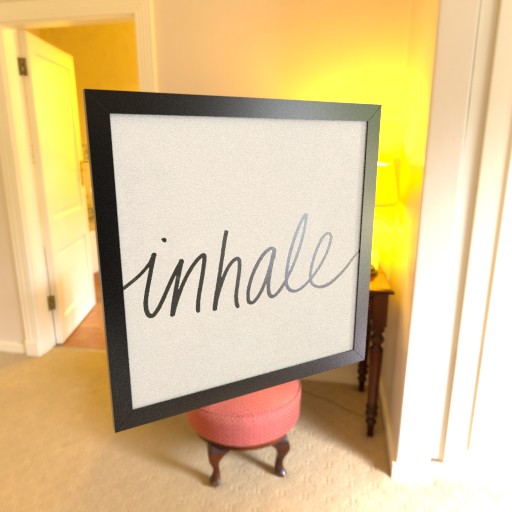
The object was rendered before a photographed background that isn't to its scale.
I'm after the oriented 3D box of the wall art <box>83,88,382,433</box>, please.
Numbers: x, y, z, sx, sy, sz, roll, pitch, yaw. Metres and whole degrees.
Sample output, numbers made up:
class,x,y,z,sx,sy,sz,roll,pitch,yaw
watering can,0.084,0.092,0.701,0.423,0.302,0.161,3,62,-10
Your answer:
class,x,y,z,sx,sy,sz,roll,pitch,yaw
wall art,0.000,0.000,0.660,0.446,0.445,0.014,-8,16,-27
